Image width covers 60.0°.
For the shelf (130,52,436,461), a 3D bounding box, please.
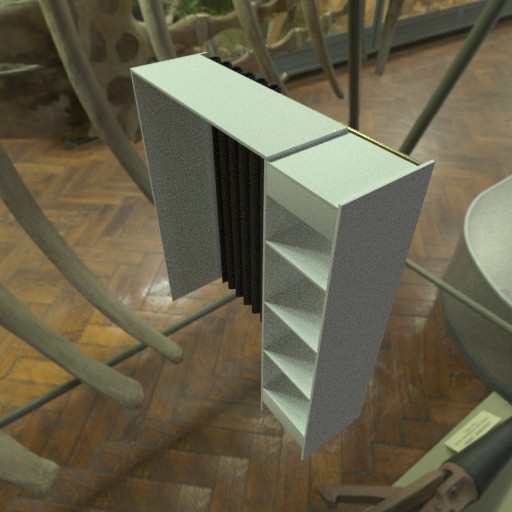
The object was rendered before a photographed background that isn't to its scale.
[{"bbox_3d":[0.000,0.000,2.598,0.500,1.810,1.600,-26,47,-27],"label":"shelf"}]
